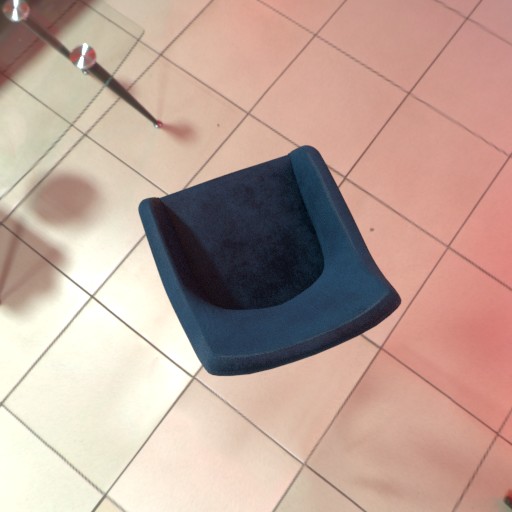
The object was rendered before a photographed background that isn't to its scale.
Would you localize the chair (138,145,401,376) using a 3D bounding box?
[{"bbox_3d":[0.000,0.000,1.620,0.683,1.081,0.794,-20,76,-5],"label":"chair"}]
